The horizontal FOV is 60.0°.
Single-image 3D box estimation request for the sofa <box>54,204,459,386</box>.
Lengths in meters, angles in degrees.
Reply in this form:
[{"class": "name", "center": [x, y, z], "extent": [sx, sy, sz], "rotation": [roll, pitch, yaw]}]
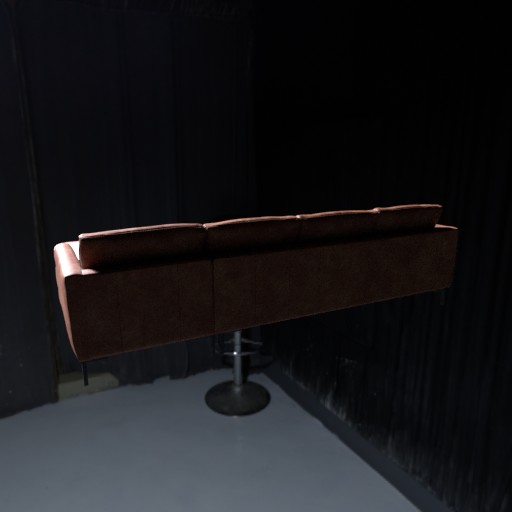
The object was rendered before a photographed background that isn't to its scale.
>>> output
[{"class": "sofa", "center": [0.000, 0.000, 3.634], "extent": [2.993, 0.859, 1.471], "rotation": [-7, 16, -26]}]
